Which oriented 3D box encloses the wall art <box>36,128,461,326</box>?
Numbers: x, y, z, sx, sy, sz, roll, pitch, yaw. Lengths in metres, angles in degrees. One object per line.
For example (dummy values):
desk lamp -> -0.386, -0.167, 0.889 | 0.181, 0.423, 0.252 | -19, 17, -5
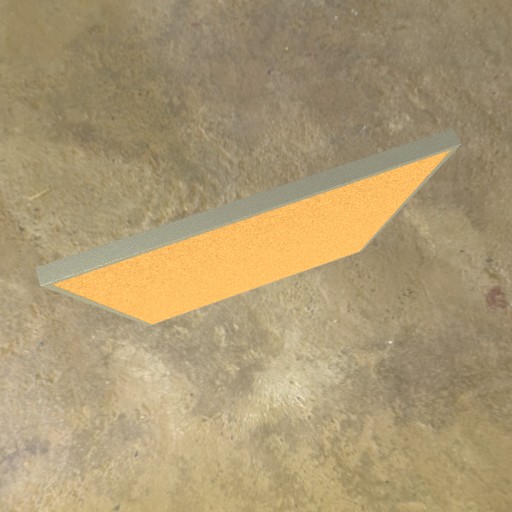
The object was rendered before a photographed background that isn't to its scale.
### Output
wall art -> 0.000, 0.000, 1.199 | 0.809, 0.807, 0.038 | -19, 77, -5
